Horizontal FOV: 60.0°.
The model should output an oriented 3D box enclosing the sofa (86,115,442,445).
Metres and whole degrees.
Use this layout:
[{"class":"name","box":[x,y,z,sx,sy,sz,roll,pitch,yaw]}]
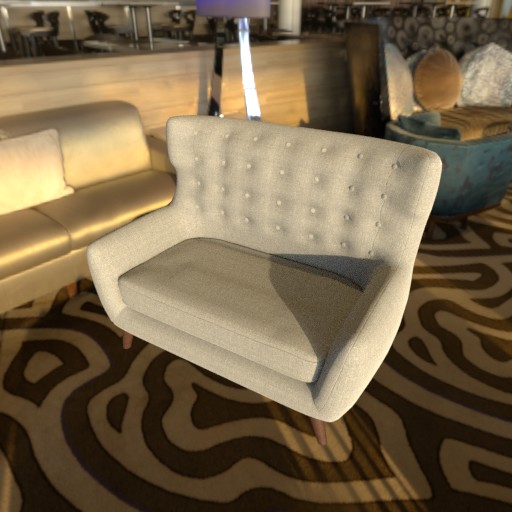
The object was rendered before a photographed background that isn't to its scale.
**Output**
[{"class":"sofa","box":[0.000,0.000,2.046,1.386,1.028,0.884,17,34,27]}]
